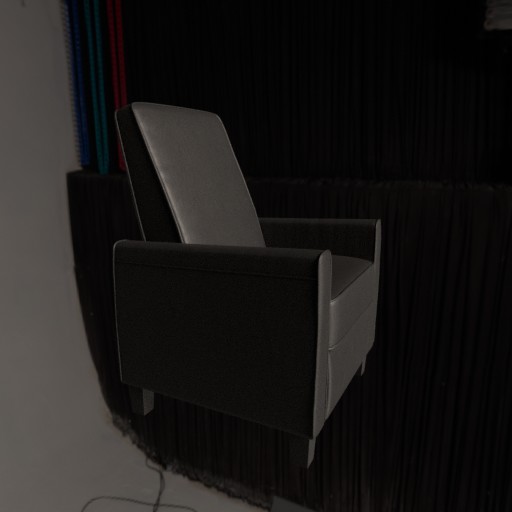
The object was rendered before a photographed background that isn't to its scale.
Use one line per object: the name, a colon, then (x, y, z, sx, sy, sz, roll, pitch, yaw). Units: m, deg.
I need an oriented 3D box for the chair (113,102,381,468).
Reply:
chair: (0.000, 0.000, 1.538, 0.746, 1.013, 0.705, 7, 14, 26)
